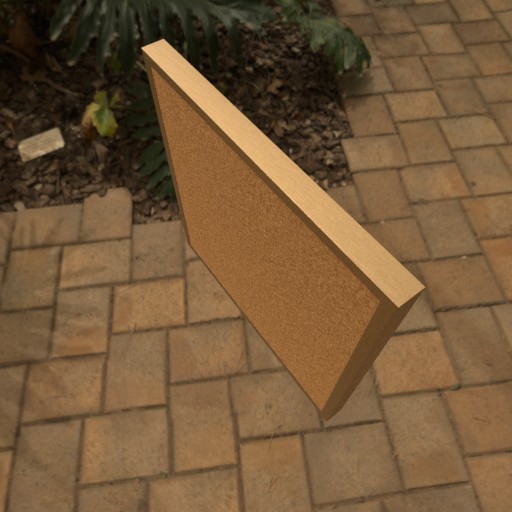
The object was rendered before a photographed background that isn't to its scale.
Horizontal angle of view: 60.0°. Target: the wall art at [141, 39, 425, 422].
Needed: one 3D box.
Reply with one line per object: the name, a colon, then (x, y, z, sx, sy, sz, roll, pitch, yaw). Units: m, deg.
wall art: (0.000, 0.000, 0.751, 0.037, 0.509, 0.510, -32, 63, -18)
